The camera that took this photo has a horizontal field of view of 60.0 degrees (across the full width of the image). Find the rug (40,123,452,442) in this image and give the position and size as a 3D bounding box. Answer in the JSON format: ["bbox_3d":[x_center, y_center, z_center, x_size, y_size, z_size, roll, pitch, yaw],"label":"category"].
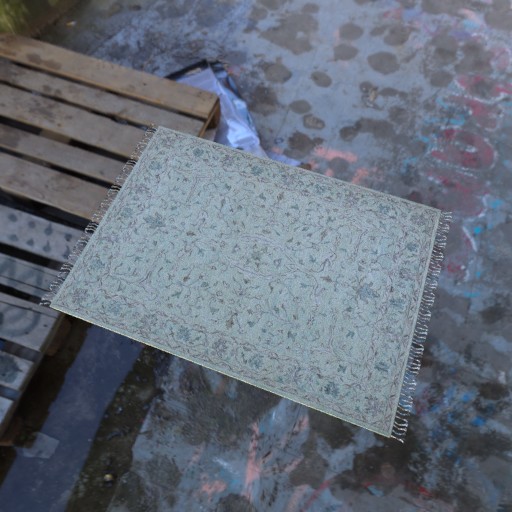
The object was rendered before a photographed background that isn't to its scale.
[{"bbox_3d":[0.000,0.000,2.276,1.802,0.008,1.247,19,66,9],"label":"rug"}]
